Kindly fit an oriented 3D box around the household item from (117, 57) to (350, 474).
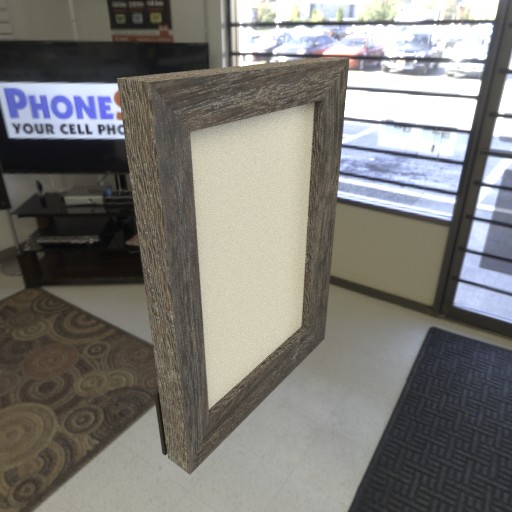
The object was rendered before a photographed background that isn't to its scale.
[{"bbox_3d":[0.000,0.000,0.228,0.020,0.180,0.133,19,33,32],"label":"household item"}]
